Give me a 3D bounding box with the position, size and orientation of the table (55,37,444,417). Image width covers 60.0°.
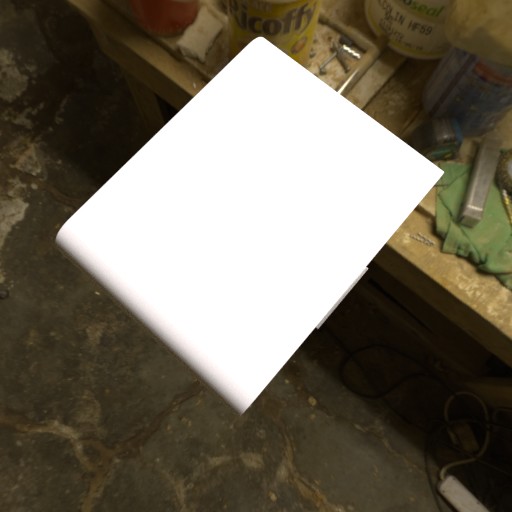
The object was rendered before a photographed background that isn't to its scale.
[{"bbox_3d":[0.000,0.000,0.888,0.350,0.590,0.450,40,79,9],"label":"table"}]
